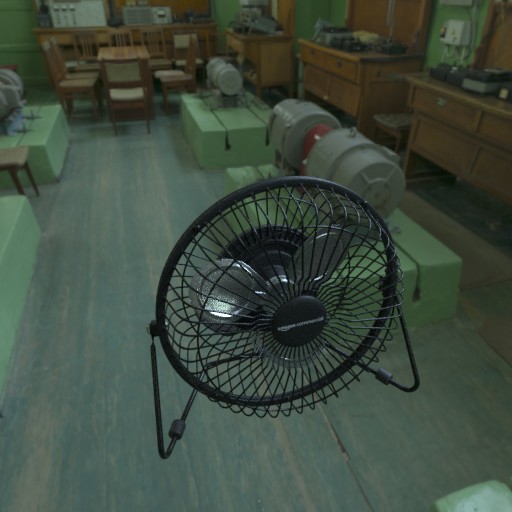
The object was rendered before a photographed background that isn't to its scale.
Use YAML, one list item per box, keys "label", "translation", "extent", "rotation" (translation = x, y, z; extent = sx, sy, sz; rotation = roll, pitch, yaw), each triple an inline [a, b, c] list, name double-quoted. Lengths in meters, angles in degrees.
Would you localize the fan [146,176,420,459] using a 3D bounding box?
- label: "fan"
  translation: [0.000, 0.000, 0.381]
  extent: [0.209, 0.188, 0.227]
  rotation: [-9, 33, -15]
